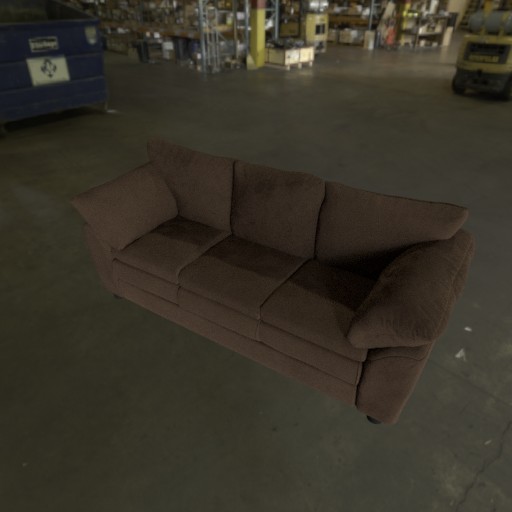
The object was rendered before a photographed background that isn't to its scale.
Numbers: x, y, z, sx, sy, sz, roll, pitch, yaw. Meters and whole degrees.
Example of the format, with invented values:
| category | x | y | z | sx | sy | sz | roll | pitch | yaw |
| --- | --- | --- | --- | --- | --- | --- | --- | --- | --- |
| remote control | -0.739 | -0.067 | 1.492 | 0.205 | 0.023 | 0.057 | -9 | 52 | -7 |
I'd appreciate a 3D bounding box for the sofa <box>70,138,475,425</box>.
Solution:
| category | x | y | z | sx | sy | sz | roll | pitch | yaw |
| --- | --- | --- | --- | --- | --- | --- | --- | --- | --- |
| sofa | 0.000 | 0.000 | 2.732 | 2.336 | 1.015 | 0.878 | 19 | 36 | 28 |
